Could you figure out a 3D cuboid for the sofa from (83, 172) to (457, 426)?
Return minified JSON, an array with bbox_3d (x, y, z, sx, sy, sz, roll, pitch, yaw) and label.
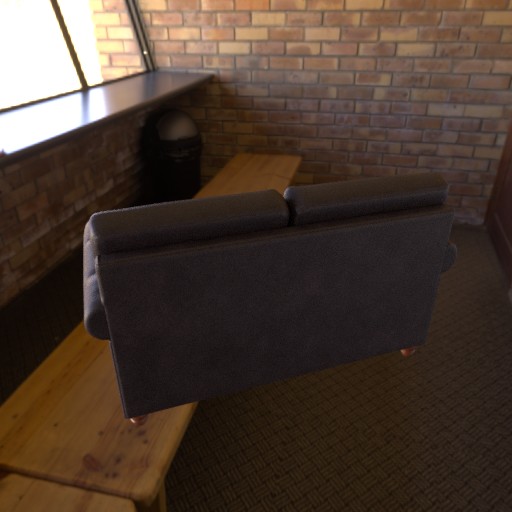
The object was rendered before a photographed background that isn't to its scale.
[{"bbox_3d":[0.000,0.000,2.313,1.663,0.979,1.030,-9,30,-17],"label":"sofa"}]
